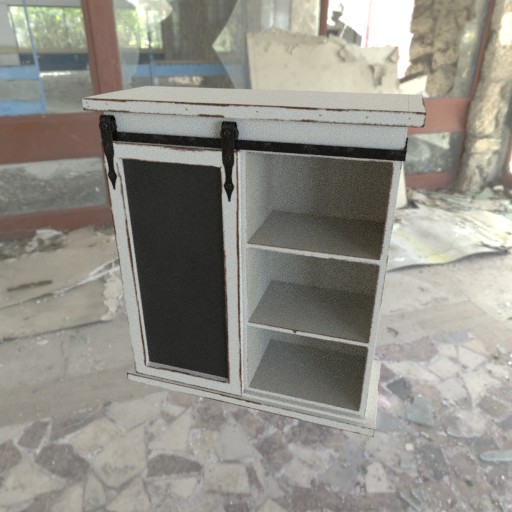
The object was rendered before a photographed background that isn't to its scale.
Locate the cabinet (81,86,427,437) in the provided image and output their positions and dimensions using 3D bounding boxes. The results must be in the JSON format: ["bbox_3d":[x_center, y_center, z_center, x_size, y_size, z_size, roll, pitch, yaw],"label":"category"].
[{"bbox_3d":[0.000,0.000,0.884,0.541,0.603,0.210,8,27,15],"label":"cabinet"}]
